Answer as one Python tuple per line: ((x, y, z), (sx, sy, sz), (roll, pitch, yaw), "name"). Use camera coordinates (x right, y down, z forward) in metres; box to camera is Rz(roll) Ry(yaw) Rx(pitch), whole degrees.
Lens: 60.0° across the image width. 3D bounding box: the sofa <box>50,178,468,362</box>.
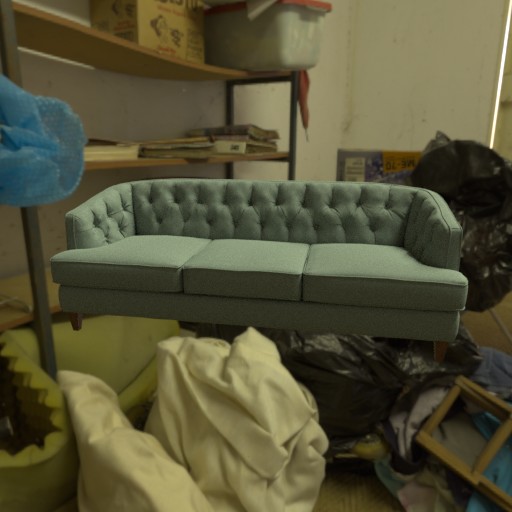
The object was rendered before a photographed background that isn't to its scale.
((0.000, 0.000, 2.761), (2.278, 0.855, 0.941), (3, 16, 10), "sofa")
